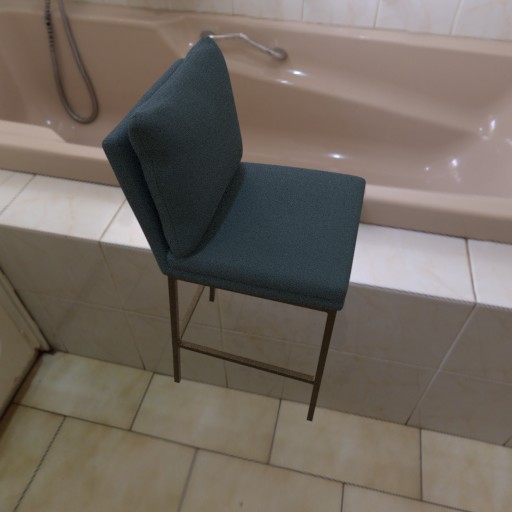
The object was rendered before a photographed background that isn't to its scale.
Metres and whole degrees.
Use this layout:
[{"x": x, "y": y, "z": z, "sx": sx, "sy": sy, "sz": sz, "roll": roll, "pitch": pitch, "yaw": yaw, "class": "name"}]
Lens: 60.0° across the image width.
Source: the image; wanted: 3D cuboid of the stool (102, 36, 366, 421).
[{"x": 0.000, "y": 0.000, "z": 1.369, "sx": 0.568, "sy": 1.124, "sz": 0.463, "roll": 11, "pitch": 48, "yaw": 10, "class": "stool"}]
